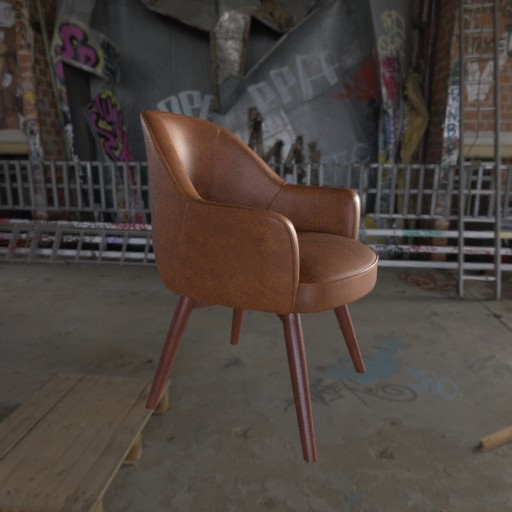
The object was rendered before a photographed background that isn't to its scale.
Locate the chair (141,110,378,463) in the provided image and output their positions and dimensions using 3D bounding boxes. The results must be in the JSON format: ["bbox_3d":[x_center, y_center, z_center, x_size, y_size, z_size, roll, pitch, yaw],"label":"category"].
[{"bbox_3d":[0.000,0.000,1.205,0.640,0.777,0.591,7,15,26],"label":"chair"}]
